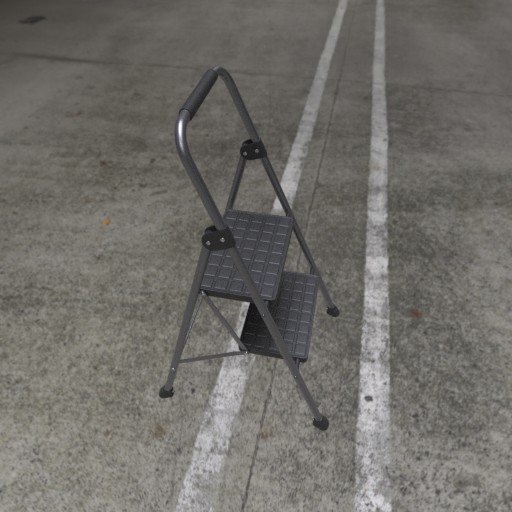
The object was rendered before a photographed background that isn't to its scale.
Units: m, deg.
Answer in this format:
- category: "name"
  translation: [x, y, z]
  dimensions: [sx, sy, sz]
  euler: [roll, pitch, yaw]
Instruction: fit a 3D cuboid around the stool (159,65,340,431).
- category: "stool"
  translation: [0.000, 0.000, 1.143]
  dimensions: [0.514, 0.872, 0.450]
  euler: [8, 46, 8]
